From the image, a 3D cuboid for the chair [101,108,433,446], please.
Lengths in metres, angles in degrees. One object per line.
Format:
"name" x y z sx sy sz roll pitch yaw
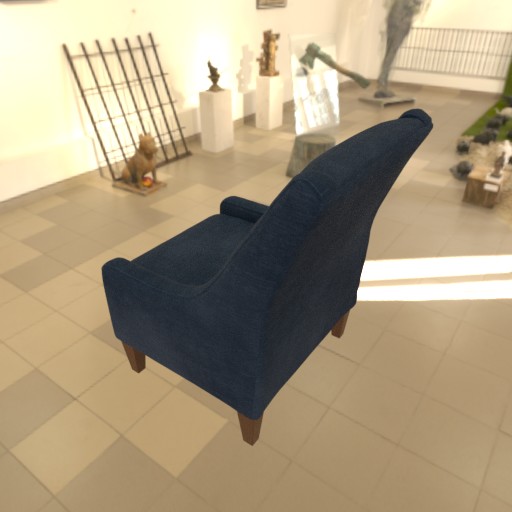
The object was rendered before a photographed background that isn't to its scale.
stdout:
"chair" 0.000 0.000 1.612 0.870 1.014 0.774 21 37 30
